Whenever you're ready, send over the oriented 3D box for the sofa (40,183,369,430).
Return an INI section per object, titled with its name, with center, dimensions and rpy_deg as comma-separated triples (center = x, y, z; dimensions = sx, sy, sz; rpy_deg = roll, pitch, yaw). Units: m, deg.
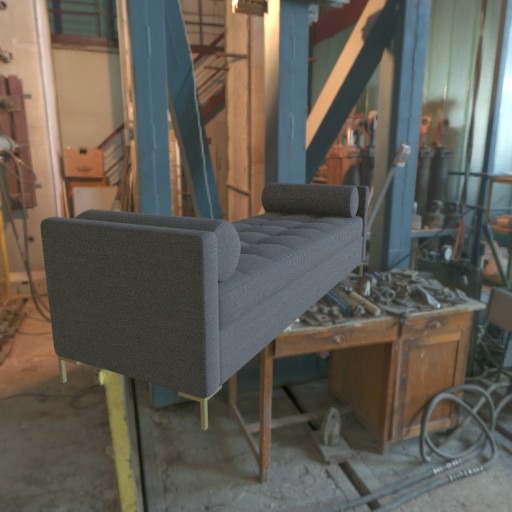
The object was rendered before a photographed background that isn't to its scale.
[sofa]
center = 0.000, 0.000, 2.307
dimensions = 0.686, 0.635, 1.981
rpy_deg = 7, 15, 26
